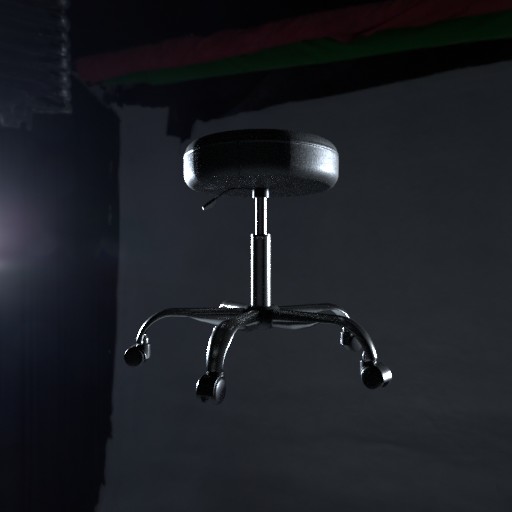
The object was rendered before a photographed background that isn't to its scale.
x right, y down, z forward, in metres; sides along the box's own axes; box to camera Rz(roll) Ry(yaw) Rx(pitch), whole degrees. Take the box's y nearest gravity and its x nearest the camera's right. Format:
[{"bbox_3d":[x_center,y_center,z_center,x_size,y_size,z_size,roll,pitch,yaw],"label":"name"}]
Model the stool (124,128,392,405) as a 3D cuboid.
[{"bbox_3d":[0.000,0.000,1.144,0.673,0.576,0.638,0,0,18],"label":"stool"}]
